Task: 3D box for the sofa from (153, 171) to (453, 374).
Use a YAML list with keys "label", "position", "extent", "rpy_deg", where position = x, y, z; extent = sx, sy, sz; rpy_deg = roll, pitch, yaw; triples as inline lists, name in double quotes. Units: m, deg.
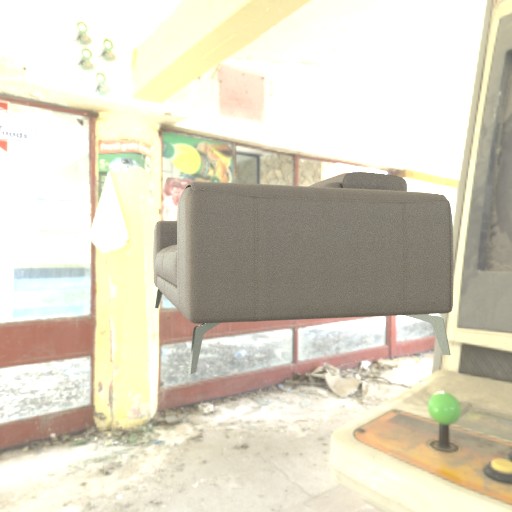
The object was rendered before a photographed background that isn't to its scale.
- label: "sofa"
  position: [0.000, 0.000, 2.437]
  extent: [1.024, 0.753, 1.930]
  rpy_deg: [0, 0, -16]
